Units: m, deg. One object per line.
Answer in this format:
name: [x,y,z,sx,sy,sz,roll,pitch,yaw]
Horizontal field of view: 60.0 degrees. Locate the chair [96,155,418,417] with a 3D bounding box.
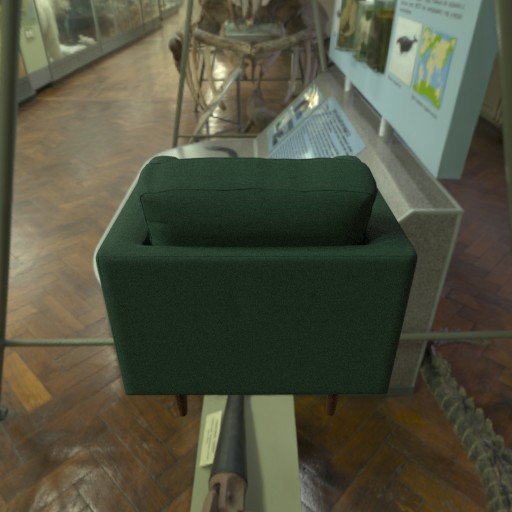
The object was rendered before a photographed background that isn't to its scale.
chair: [0.000,0.000,1.595,0.855,0.927,0.800,0,32,0]
